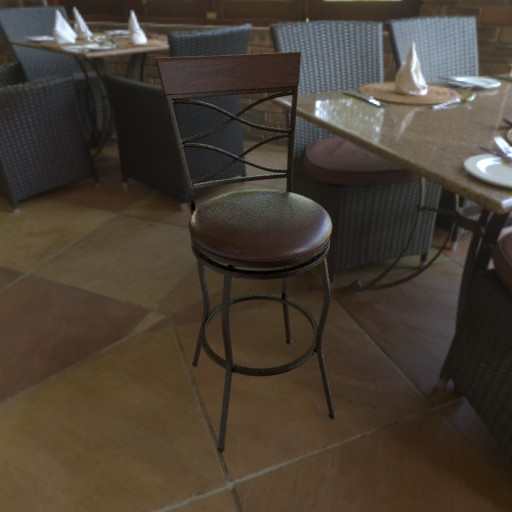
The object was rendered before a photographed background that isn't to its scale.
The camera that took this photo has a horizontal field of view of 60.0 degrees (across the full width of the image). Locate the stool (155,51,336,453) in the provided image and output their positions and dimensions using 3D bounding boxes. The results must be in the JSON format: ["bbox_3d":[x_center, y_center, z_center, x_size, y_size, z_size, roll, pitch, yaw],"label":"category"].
[{"bbox_3d":[0.000,0.000,1.419,0.448,1.130,0.513,-10,33,-16],"label":"stool"}]
